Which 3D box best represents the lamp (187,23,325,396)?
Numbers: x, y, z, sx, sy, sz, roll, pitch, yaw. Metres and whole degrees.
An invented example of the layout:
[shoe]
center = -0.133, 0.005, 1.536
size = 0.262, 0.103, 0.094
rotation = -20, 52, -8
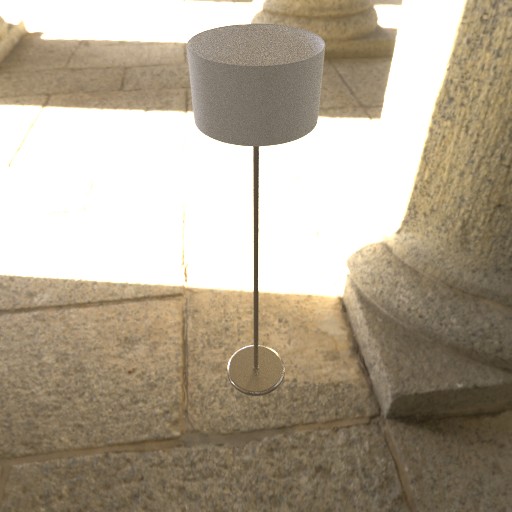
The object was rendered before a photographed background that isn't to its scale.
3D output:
[lamp]
center = 0.000, 0.000, 1.597
size = 0.347, 1.443, 0.347
rotation = -26, 48, -26
